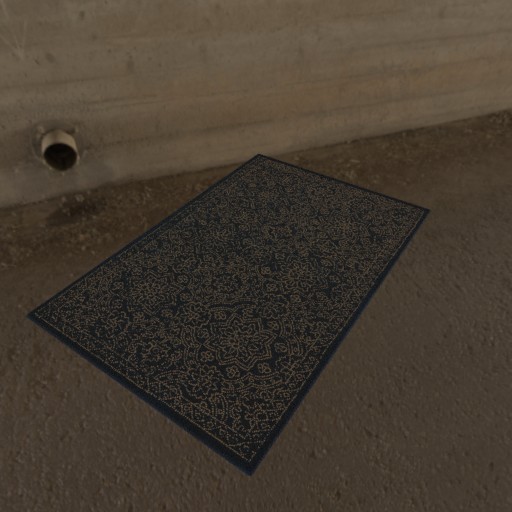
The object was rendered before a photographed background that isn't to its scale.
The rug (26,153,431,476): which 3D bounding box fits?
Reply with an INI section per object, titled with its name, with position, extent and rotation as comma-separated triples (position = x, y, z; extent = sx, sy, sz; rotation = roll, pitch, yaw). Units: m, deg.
[rug]
position = 0.000, 0.000, 2.266
extent = 1.219, 0.010, 1.829
rotation = 24, 46, 25
